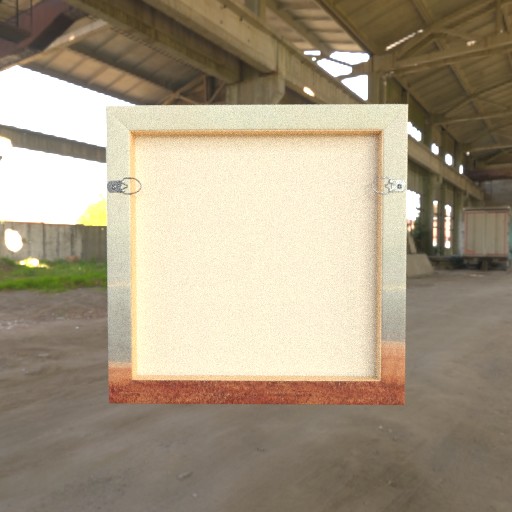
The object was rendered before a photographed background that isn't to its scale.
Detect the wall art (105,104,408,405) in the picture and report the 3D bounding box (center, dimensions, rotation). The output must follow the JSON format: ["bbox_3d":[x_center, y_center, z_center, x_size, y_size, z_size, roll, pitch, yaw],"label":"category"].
[{"bbox_3d":[0.000,0.000,0.607,0.405,0.405,0.023,0,2,1],"label":"wall art"}]
